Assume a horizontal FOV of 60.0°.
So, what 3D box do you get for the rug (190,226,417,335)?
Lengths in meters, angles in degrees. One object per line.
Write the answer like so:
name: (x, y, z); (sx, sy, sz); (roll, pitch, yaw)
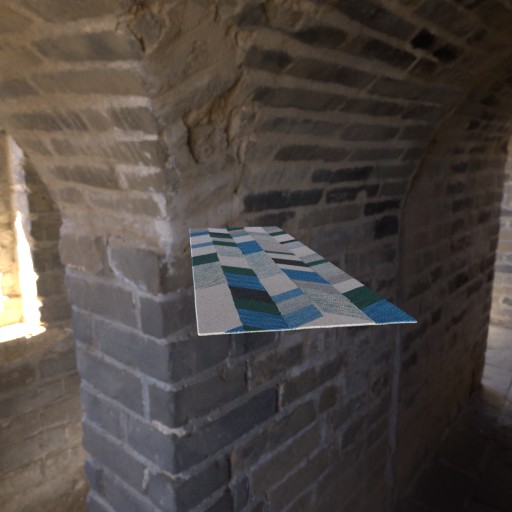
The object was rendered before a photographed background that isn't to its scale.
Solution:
rug: (0.000, 0.000, 2.683); (0.774, 0.008, 2.437); (-2, 12, -9)
